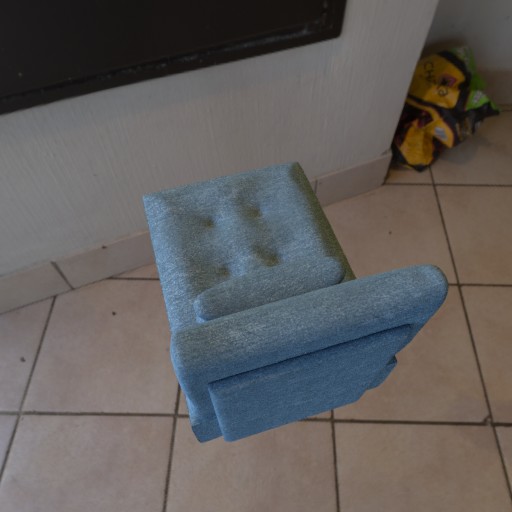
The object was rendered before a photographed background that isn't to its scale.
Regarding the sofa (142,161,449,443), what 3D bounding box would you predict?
[{"bbox_3d":[0.000,0.000,1.543,0.700,0.820,1.000,-14,58,-9],"label":"sofa"}]
